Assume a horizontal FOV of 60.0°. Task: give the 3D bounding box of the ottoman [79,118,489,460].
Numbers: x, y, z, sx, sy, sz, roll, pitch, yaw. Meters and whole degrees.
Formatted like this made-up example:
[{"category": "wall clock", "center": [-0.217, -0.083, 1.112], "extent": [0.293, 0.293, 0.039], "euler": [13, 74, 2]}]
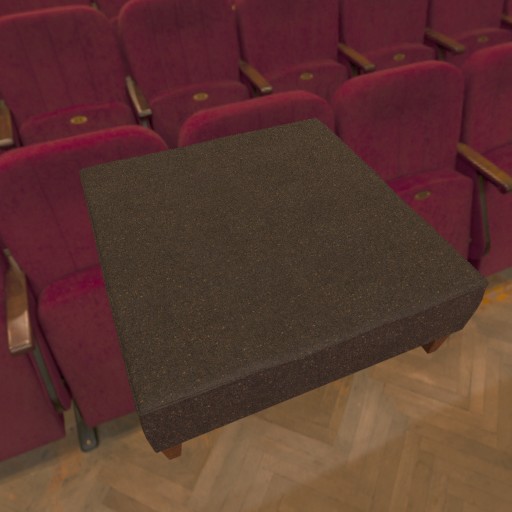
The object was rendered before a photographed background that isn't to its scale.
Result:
[{"category": "ottoman", "center": [0.000, 0.000, 1.507], "extent": [0.968, 0.382, 1.004], "euler": [-17, 48, -16]}]
